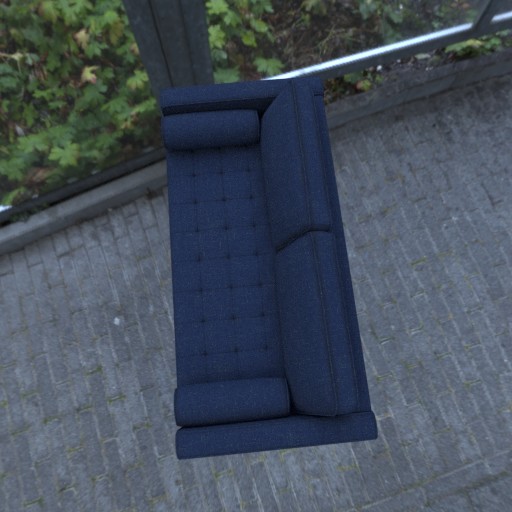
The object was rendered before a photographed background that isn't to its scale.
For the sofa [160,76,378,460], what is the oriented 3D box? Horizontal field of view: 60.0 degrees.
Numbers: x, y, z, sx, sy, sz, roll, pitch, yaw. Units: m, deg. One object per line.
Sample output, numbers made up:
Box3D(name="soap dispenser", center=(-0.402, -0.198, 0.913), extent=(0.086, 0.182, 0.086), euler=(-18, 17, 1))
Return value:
Box3D(name="sofa", center=(0.000, 0.000, 2.352), extent=(0.914, 0.762, 1.880), euler=(-5, 75, -1))
